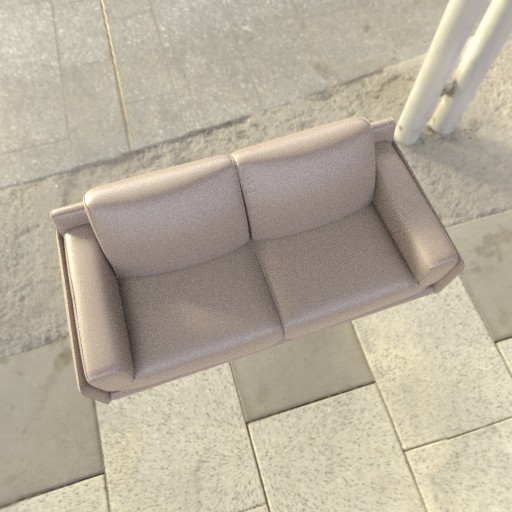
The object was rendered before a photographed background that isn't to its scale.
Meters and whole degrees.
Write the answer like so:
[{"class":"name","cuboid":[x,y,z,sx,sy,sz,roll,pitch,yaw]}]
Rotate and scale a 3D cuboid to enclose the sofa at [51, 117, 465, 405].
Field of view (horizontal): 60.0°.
[{"class":"sofa","cuboid":[0.000,0.000,2.527,2.101,0.930,1.049,-17,66,-8]}]
